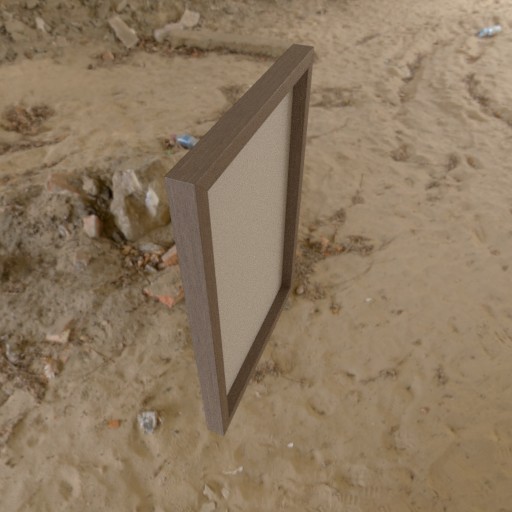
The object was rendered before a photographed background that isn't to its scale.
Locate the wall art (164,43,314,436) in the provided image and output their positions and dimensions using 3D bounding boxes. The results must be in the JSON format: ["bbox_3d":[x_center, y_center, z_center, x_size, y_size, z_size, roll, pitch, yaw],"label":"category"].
[{"bbox_3d":[0.000,0.000,0.686,0.032,0.510,0.358,16,47,16],"label":"wall art"}]
